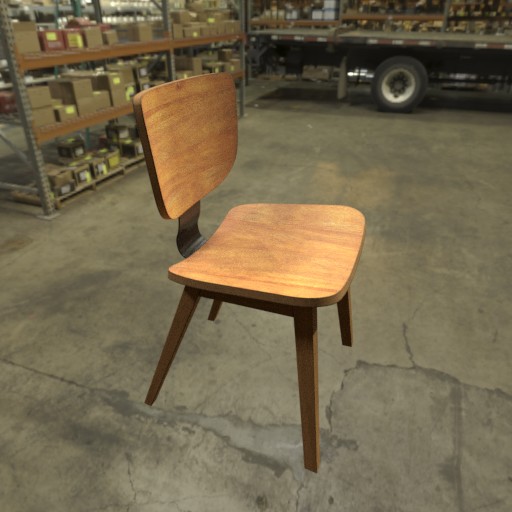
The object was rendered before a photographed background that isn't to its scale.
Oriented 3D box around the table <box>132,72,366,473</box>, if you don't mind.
[{"bbox_3d":[0.000,0.000,1.115,0.500,0.805,0.499,10,31,18],"label":"table"}]
